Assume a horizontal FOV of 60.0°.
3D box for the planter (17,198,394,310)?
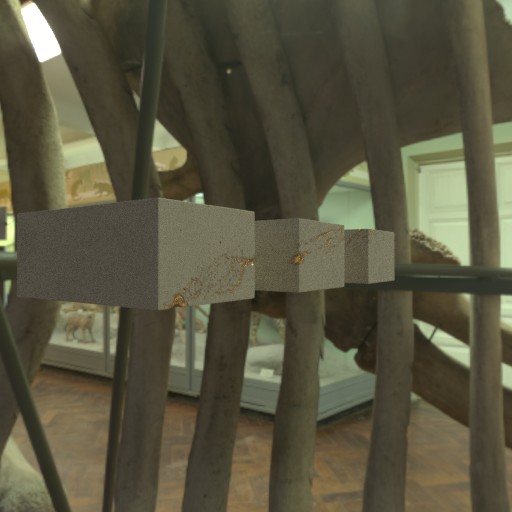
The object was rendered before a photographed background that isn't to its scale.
[{"bbox_3d":[0.000,0.000,0.373,0.127,0.051,0.333,0,0,35],"label":"planter"}]
